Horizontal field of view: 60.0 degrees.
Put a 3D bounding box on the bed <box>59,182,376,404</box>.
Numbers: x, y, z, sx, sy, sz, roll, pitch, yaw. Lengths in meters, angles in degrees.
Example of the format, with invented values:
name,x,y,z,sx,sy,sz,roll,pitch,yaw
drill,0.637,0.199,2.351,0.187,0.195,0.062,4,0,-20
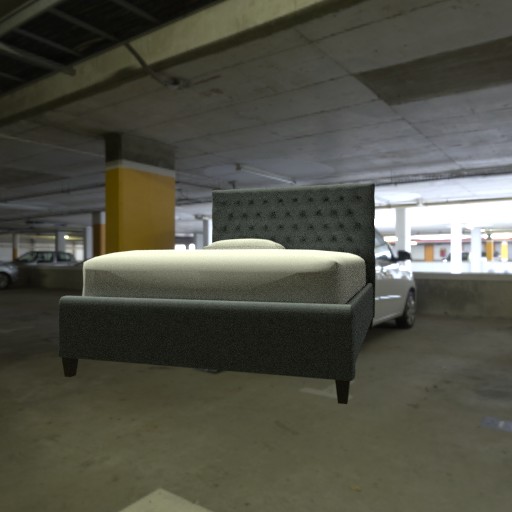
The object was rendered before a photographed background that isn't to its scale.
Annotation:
name,x,y,z,sx,sy,sz,roll,pitch,yaw
bed,0.000,0.000,3.431,1.698,1.411,2.335,0,0,17
